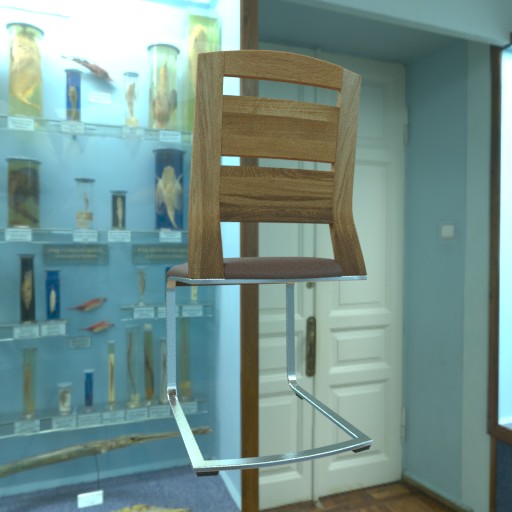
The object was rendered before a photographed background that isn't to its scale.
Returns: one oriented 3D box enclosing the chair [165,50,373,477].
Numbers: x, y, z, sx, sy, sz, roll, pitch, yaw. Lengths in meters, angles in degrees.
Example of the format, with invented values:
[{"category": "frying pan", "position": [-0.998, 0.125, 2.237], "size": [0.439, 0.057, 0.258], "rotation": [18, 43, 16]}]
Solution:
[{"category": "chair", "position": [0.000, 0.000, 1.285], "size": [0.460, 0.970, 0.570], "rotation": [0, 1, -18]}]
